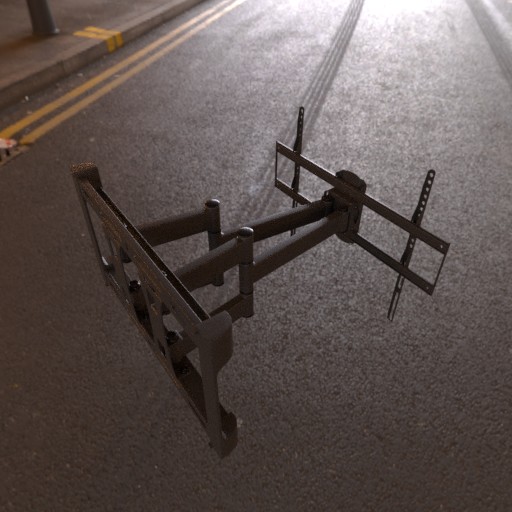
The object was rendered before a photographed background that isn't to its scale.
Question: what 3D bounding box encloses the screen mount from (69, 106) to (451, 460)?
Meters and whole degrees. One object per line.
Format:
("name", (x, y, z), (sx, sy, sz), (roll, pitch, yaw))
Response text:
("screen mount", (0.000, 0.000, 1.128), (0.644, 0.491, 0.661), (-24, 46, -26))
